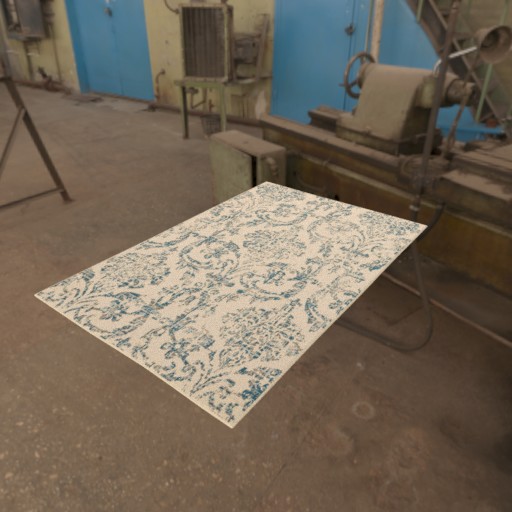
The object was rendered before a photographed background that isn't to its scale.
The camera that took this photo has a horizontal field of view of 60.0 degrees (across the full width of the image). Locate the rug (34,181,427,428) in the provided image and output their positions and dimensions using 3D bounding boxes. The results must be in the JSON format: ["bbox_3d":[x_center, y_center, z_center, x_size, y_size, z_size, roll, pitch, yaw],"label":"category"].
[{"bbox_3d":[0.000,0.000,2.377,1.213,0.012,1.831,21,37,32],"label":"rug"}]
